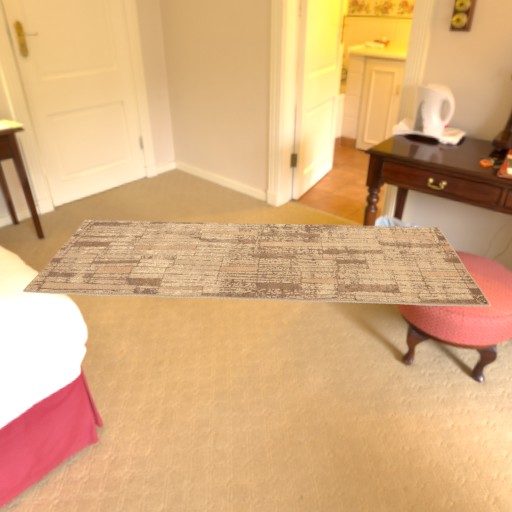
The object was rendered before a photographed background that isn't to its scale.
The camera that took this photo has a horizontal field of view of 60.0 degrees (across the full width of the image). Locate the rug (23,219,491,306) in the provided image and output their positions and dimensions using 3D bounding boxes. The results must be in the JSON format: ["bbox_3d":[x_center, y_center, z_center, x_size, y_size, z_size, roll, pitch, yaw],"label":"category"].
[{"bbox_3d":[0.000,0.000,2.610,2.383,0.018,0.857,1,31,2],"label":"rug"}]
